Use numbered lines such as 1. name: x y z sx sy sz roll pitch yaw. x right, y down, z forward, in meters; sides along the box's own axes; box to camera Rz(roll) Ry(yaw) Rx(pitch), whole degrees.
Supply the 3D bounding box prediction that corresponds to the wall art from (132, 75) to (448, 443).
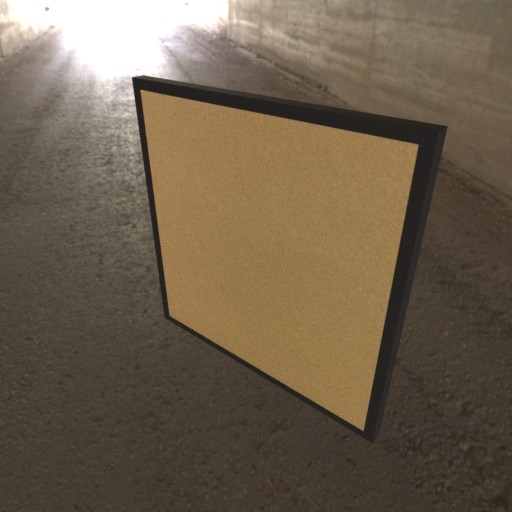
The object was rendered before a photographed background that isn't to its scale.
1. wall art: 0.000 0.000 1.100 0.762 0.760 0.037 23 38 33
